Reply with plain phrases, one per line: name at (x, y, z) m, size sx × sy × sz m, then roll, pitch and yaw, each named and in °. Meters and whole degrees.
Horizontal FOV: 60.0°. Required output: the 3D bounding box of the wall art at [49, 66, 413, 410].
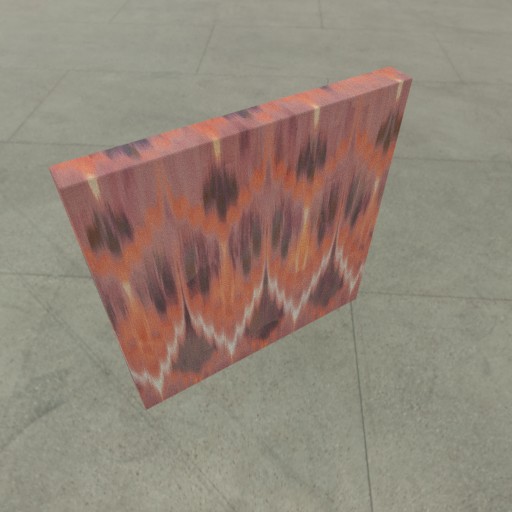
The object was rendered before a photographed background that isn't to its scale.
wall art at (0.000, 0.000, 0.595) m, size 0.403 × 0.406 × 0.038 m, roll -24°, pitch 50°, yaw -21°
